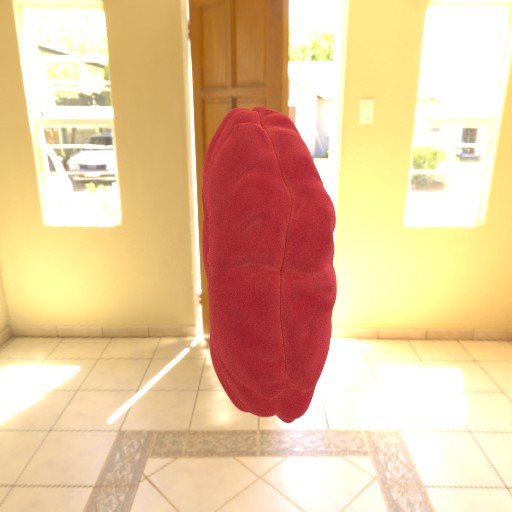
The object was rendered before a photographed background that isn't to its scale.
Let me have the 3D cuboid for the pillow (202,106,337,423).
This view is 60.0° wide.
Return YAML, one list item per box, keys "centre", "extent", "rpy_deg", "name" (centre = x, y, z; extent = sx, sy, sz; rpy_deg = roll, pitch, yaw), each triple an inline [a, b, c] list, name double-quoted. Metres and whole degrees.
- centre: [0.000, 0.000, 0.637]
  extent: [0.148, 0.407, 0.428]
  rpy_deg: [-3, 18, -8]
  name: "pillow"
